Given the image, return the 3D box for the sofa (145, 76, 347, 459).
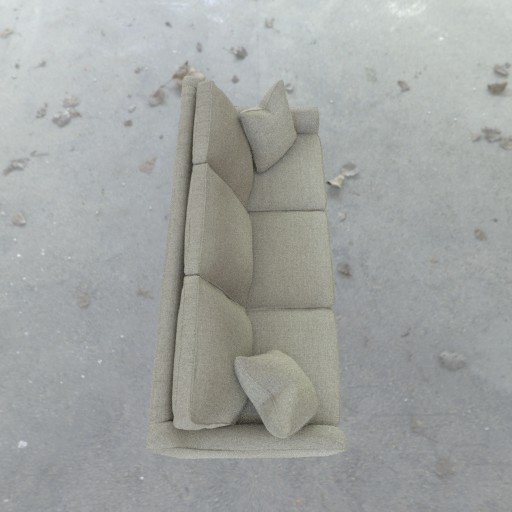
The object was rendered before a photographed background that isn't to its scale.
[{"bbox_3d":[0.000,0.000,2.460,0.865,0.914,2.031,0,64,0],"label":"sofa"}]
